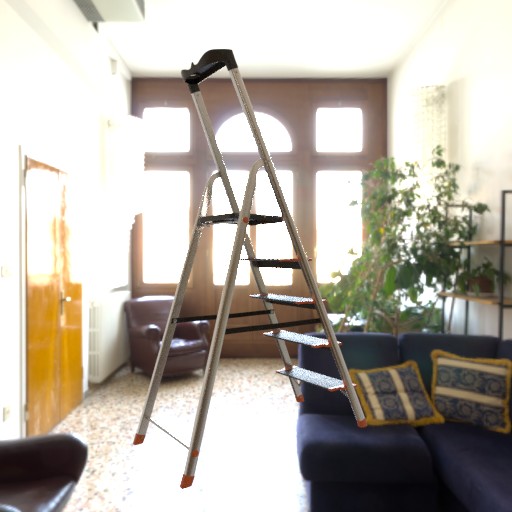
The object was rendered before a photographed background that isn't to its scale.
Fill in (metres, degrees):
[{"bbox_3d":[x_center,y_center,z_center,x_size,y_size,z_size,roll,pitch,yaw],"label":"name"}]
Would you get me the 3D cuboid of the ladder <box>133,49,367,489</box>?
[{"bbox_3d":[0.000,0.000,2.044,0.995,1.646,0.480,0,0,-36],"label":"ladder"}]
